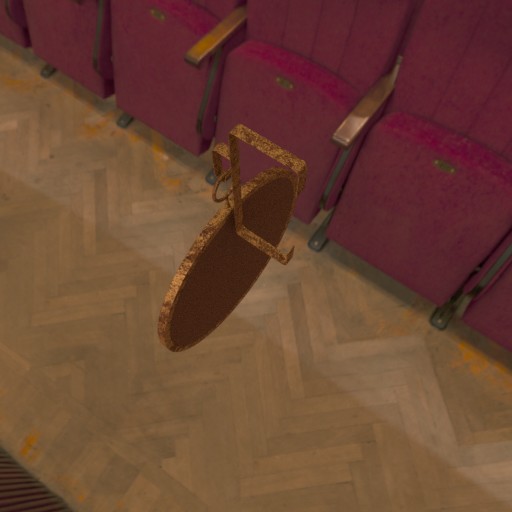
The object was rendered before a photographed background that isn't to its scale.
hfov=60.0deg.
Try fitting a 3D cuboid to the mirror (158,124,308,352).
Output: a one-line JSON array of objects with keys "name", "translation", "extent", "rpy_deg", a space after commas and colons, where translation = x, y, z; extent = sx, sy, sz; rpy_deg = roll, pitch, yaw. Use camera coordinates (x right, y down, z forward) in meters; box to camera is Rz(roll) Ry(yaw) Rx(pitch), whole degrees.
[{"name": "mirror", "translation": [0.000, 0.000, 0.838], "extent": [0.144, 0.651, 0.447], "rpy_deg": [34, 69, 15]}]
